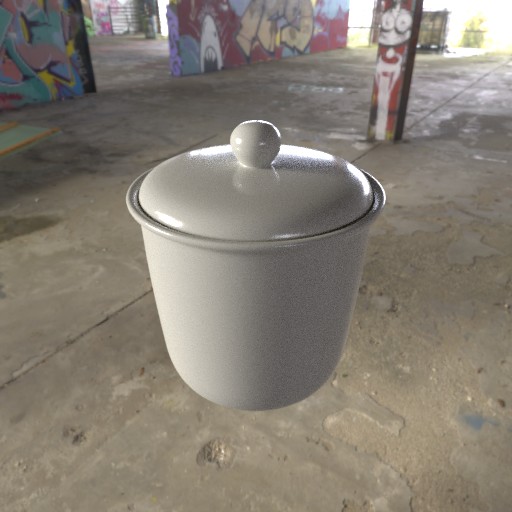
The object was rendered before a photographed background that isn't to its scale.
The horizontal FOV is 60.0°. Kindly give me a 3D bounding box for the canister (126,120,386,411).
[{"bbox_3d":[0.000,0.000,0.349,0.182,0.208,0.182,0,30,0],"label":"canister"}]
